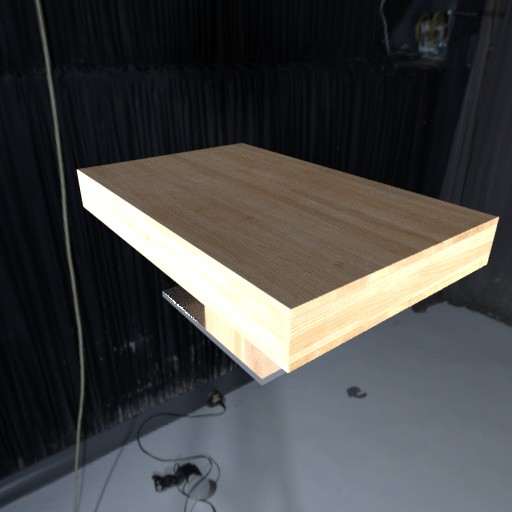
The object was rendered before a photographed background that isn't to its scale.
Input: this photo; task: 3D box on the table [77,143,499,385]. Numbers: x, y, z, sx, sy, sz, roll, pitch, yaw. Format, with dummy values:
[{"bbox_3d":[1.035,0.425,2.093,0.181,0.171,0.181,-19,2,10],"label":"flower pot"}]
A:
[{"bbox_3d":[0.000,0.000,1.412,0.700,0.440,1.100,-19,32,-33],"label":"table"}]
